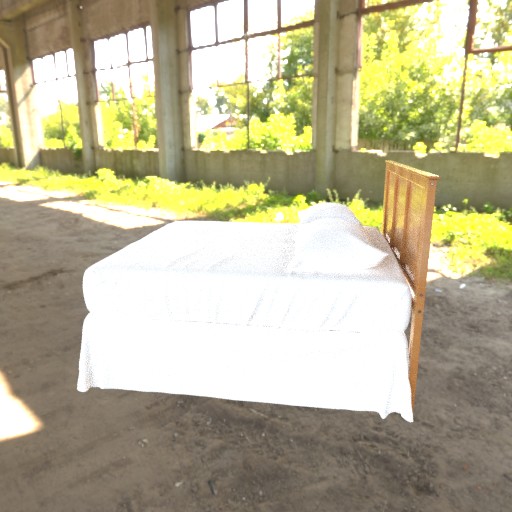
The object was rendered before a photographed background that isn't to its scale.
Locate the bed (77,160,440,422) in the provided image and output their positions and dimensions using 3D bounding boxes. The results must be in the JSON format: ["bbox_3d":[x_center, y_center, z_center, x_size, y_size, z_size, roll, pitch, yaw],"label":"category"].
[{"bbox_3d":[0.000,0.000,3.157,2.035,1.273,1.870,2,15,9],"label":"bed"}]
